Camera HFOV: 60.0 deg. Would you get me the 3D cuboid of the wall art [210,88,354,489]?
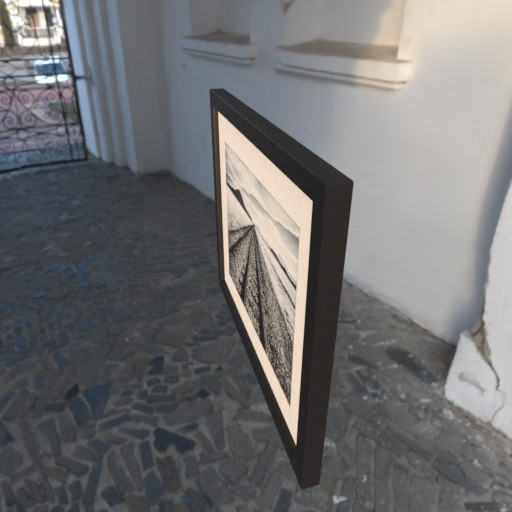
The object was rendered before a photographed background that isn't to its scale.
[{"bbox_3d":[0.000,0.000,0.755,0.029,0.458,0.559,-8,30,-14],"label":"wall art"}]
